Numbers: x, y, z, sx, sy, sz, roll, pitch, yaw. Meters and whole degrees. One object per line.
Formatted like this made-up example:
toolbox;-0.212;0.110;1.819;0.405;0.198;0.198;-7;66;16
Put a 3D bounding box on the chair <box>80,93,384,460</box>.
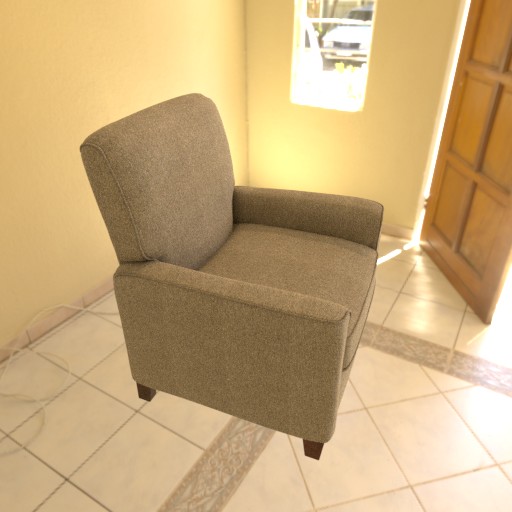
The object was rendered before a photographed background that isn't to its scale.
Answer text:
chair;0.000;0.000;1.642;0.858;1.028;0.841;12;33;18
